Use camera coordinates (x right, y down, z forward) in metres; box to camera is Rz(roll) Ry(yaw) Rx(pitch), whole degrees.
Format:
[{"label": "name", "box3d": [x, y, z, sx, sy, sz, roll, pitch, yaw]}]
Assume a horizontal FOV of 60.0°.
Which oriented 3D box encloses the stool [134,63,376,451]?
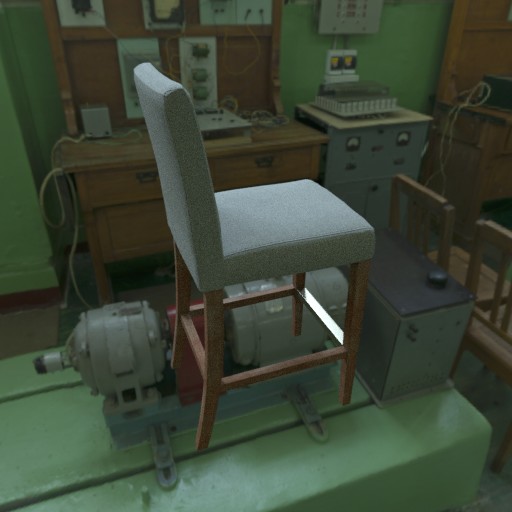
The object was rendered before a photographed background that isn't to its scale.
[{"label": "stool", "box3d": [0.000, 0.000, 1.371, 0.570, 1.088, 0.439, -11, 32, -18]}]
